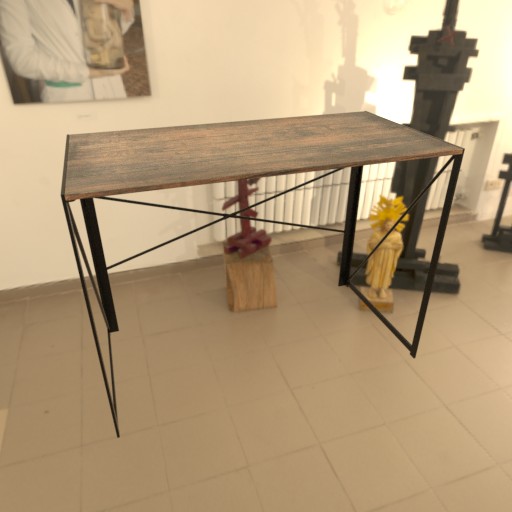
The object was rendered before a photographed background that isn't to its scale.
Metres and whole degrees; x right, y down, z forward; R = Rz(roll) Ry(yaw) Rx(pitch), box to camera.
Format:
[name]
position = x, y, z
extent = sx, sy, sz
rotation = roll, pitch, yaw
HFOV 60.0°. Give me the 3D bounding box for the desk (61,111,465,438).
[desk]
position = 0.000, 0.000, 1.438
extent = 1.015, 0.747, 0.505
rotation = -10, 31, -16
